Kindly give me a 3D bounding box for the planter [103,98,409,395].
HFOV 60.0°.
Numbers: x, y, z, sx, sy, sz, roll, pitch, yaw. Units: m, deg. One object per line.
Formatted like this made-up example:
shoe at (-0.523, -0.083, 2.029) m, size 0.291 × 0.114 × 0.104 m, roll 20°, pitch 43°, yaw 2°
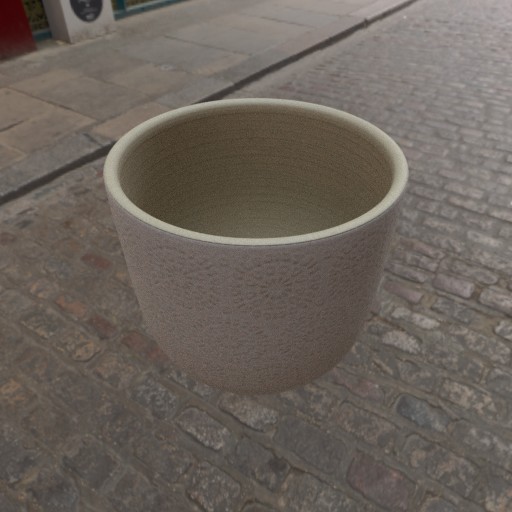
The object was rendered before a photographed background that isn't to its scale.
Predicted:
planter at (0.000, 0.000, 0.371) m, size 0.208 × 0.190 × 0.208 m, roll 0°, pitch 40°, yaw 0°
